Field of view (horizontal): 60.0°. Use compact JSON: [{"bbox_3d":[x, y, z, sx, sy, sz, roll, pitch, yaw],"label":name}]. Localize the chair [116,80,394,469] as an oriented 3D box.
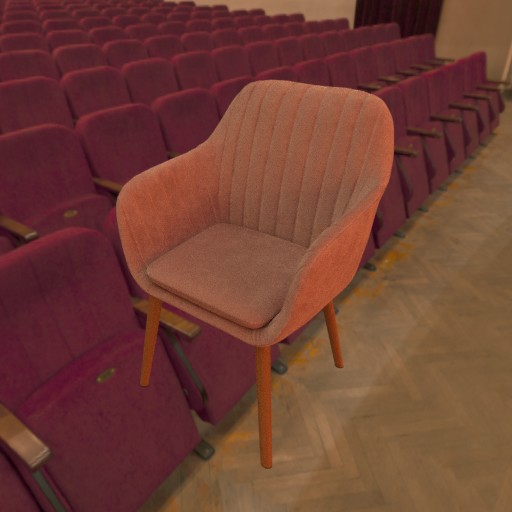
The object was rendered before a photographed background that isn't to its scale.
[{"bbox_3d":[0.000,0.000,1.238,0.610,0.832,0.570,20,36,30],"label":"chair"}]
